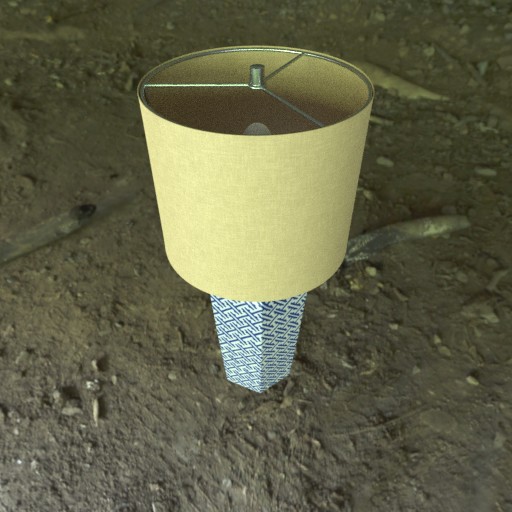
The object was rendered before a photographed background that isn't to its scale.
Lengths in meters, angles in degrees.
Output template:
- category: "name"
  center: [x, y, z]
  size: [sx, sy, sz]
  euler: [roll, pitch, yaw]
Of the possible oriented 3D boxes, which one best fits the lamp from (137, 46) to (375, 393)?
- category: "lamp"
  center: [0.000, 0.000, 0.822]
  size: [0.320, 0.682, 0.320]
  euler: [0, 42, -1]
